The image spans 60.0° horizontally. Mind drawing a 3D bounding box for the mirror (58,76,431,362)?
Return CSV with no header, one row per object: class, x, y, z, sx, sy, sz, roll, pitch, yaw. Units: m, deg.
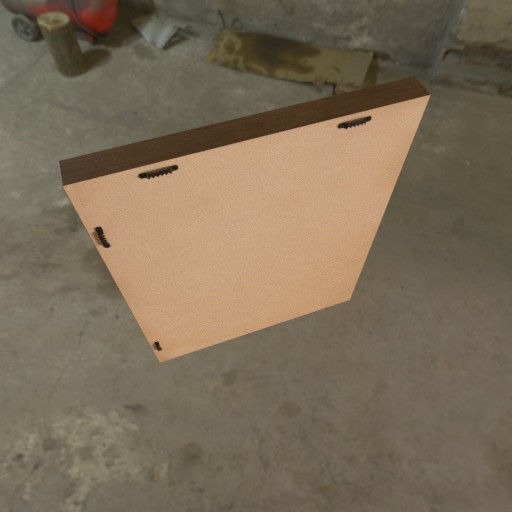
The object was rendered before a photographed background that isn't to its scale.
mirror,0.000,0.000,0.683,0.406,0.509,0.041,-17,59,-10
